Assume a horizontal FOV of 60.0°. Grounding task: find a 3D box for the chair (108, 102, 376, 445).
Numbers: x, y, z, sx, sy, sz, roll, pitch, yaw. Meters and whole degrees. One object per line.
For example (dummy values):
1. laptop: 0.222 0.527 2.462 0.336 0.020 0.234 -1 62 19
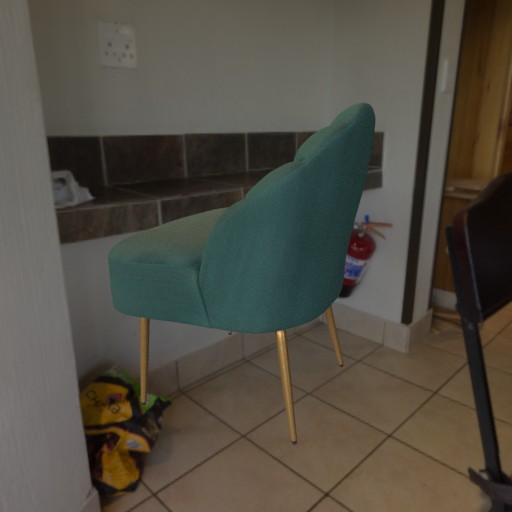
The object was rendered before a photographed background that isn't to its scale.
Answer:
1. chair: 0.000 0.000 1.270 0.599 0.819 0.657 8 18 25
